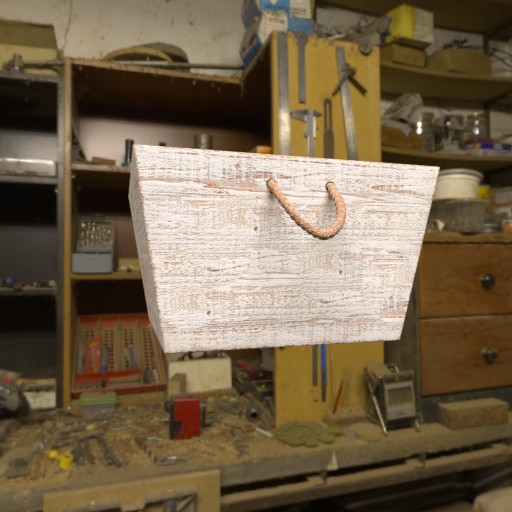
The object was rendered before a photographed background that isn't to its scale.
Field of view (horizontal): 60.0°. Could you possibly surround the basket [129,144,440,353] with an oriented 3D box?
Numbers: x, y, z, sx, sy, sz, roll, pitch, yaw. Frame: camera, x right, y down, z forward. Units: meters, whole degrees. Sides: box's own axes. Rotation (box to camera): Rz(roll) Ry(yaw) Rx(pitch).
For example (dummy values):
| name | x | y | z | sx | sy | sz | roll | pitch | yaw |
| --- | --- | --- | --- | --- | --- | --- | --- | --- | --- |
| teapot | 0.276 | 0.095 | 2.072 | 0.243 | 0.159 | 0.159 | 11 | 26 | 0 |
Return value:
| name | x | y | z | sx | sy | sz | roll | pitch | yaw |
| --- | --- | --- | --- | --- | --- | --- | --- | --- | --- |
| basket | 0.000 | 0.000 | 0.755 | 0.413 | 0.247 | 0.545 | 0 | -1 | -17 |
